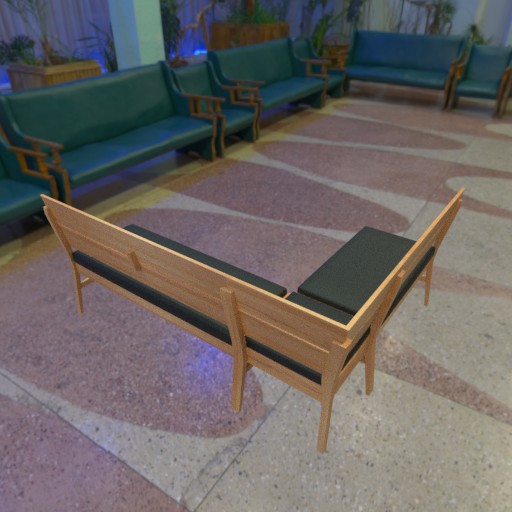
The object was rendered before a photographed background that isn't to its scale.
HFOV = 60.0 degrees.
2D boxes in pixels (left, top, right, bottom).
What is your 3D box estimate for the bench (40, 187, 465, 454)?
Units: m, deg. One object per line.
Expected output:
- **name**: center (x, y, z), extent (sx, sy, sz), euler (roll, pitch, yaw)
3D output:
- **bench**: center (0.000, 0.000, 2.821), extent (1.948, 0.890, 1.548), euler (21, 38, 30)
